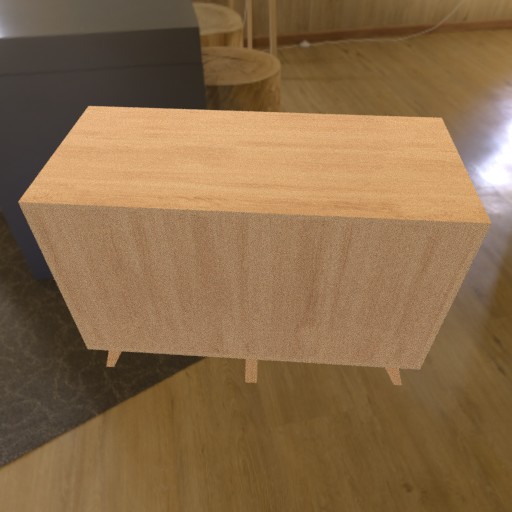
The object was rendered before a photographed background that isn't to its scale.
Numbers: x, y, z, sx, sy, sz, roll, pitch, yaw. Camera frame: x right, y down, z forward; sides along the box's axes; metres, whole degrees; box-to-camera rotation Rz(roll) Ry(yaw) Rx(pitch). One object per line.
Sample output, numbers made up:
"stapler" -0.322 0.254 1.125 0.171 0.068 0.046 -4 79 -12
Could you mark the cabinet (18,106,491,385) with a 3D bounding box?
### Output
"cabinet" 0.000 0.000 1.488 1.110 0.780 0.500 3 45 3
